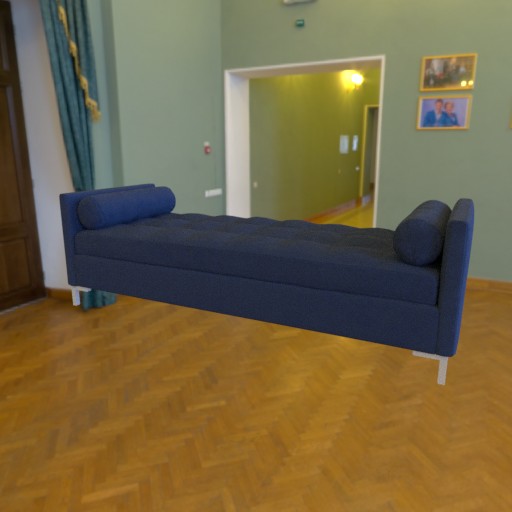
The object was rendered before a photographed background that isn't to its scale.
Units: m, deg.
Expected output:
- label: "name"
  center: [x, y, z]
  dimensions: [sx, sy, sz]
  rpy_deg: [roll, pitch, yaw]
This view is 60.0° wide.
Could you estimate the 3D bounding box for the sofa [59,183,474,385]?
- label: "sofa"
  center: [0.000, 0.000, 2.430]
  dimensions: [2.102, 0.657, 0.797]
  rpy_deg: [7, 16, 25]
